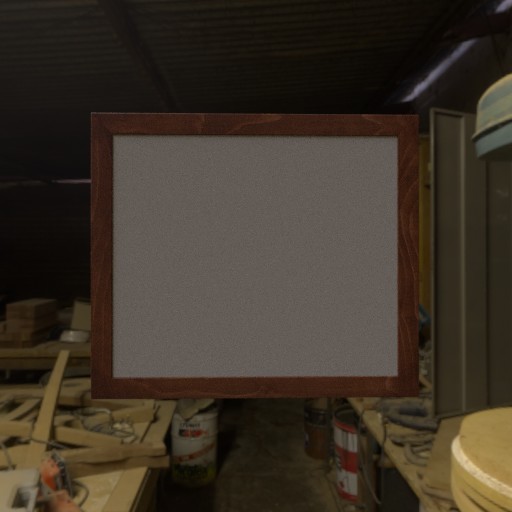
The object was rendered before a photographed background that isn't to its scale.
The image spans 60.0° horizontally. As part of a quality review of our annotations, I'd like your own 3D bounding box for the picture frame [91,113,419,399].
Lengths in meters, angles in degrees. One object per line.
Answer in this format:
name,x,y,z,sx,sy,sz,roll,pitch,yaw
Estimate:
picture frame,0.000,0.000,0.527,0.381,0.330,0.025,0,0,-1
